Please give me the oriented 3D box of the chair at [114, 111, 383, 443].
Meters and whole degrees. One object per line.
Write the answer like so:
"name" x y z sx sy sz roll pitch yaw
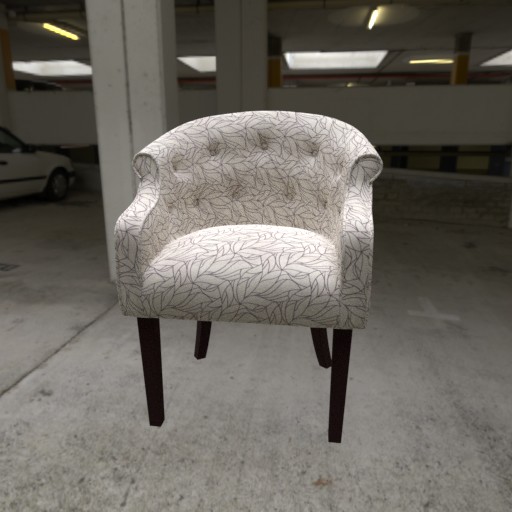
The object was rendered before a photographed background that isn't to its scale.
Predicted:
"chair" 0.000 0.000 1.334 0.686 0.858 0.613 2 15 8
